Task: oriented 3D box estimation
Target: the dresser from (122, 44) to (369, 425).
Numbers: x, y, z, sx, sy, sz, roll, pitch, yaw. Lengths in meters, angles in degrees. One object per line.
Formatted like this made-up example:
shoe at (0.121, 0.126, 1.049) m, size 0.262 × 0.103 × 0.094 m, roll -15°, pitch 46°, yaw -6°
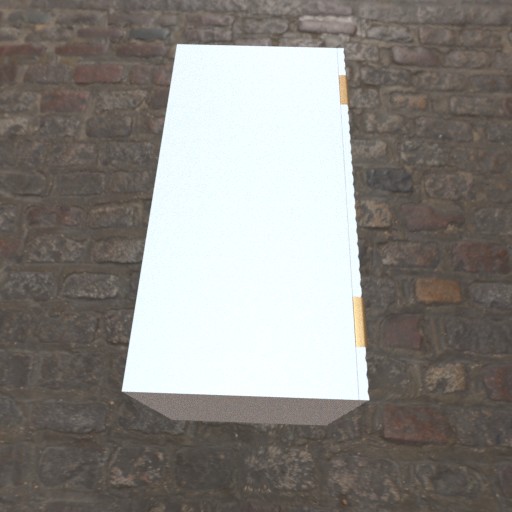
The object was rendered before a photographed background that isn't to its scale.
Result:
dresser at (0.000, 0.000, 1.321) m, size 0.457 × 0.721 × 0.905 m, roll 2°, pitch 65°, yaw 1°
